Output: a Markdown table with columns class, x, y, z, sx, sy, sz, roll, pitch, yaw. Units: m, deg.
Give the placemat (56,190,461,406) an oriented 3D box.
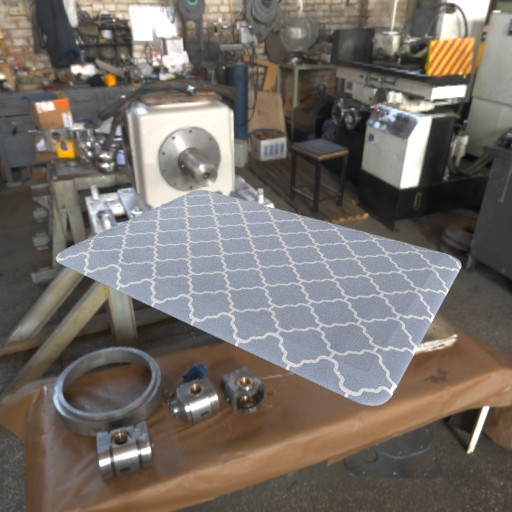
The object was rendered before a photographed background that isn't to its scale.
| class | x | y | z | sx | sy | sz | roll | pitch | yaw |
| --- | --- | --- | --- | --- | --- | --- | --- | --- | --- |
| placemat | 0.000 | 0.000 | 0.970 | 0.762 | 0.021 | 0.508 | 19 | 34 | 29 |
